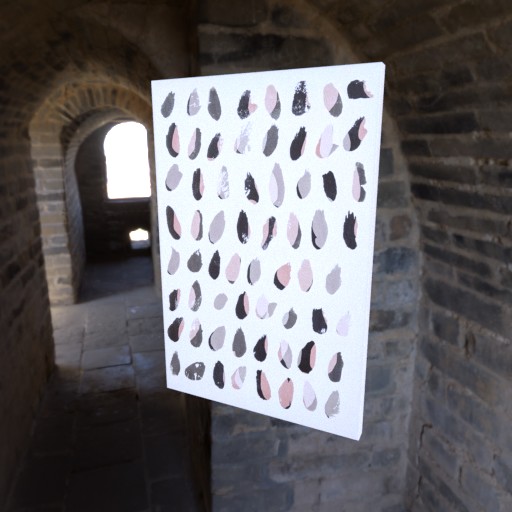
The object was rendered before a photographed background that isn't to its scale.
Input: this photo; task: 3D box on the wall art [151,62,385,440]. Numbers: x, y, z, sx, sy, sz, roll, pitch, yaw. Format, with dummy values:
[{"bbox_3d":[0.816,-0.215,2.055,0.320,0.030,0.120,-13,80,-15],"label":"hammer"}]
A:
[{"bbox_3d":[0.000,0.000,0.789,0.405,0.608,0.025,6,15,25],"label":"wall art"}]
